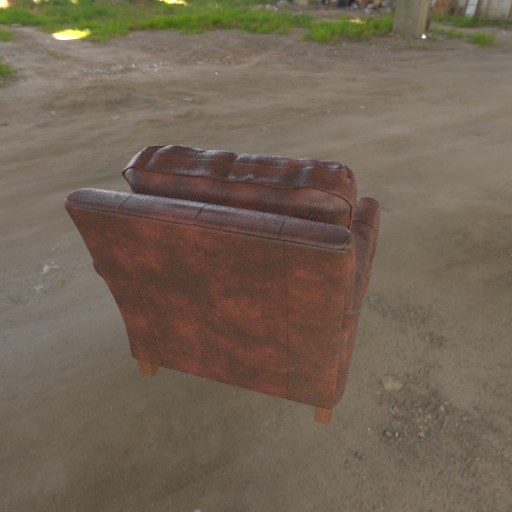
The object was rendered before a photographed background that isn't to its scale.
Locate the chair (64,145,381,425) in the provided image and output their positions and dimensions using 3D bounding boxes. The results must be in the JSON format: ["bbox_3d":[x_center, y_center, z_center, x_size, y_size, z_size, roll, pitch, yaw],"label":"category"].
[{"bbox_3d":[0.000,0.000,1.945,0.987,1.051,1.156,10,34,15],"label":"chair"}]
